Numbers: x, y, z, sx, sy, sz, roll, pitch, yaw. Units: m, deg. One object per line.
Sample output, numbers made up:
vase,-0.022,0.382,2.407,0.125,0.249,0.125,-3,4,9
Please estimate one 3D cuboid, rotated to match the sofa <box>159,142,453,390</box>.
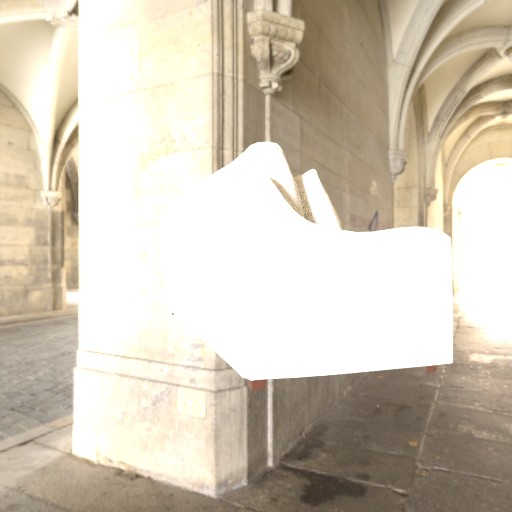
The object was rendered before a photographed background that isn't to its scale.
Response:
sofa,0.000,0.000,2.908,1.009,1.022,2.470,0,0,-18
